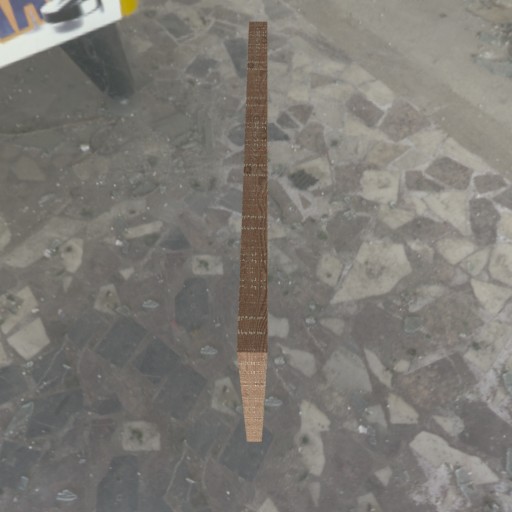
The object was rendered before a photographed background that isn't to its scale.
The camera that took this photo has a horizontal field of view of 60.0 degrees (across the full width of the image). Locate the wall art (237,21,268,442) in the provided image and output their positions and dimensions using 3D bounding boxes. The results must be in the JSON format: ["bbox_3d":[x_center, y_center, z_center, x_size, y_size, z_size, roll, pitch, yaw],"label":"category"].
[{"bbox_3d":[0.000,0.000,0.779,0.029,0.531,0.531,1,59,0],"label":"wall art"}]
